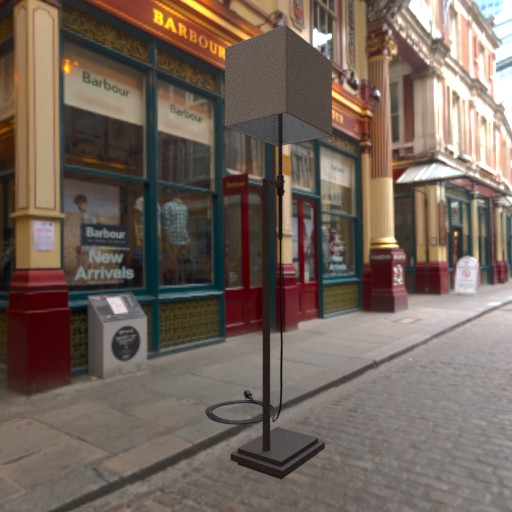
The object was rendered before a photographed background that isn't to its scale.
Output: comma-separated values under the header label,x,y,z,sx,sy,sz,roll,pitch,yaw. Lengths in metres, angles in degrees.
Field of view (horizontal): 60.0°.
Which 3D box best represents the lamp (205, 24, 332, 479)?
label,x,y,z,sx,sy,sz,roll,pitch,yaw
lamp,0.000,0.000,2.044,0.774,1.600,0.698,-1,-1,36
